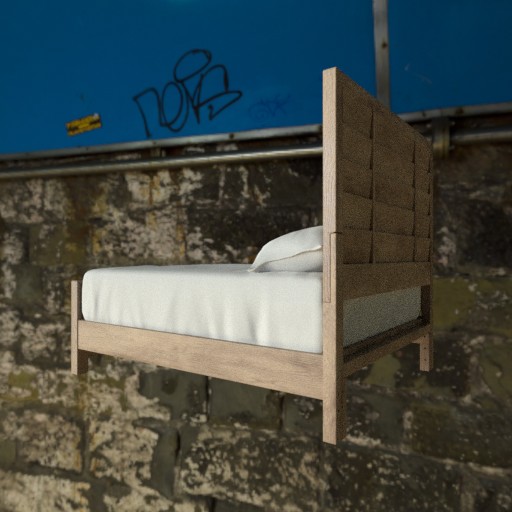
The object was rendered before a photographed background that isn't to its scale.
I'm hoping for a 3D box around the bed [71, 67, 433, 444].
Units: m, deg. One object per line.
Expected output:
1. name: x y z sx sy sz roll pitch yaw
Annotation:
1. bed: 0.000 0.000 3.150 2.017 1.631 1.615 0 0 36
